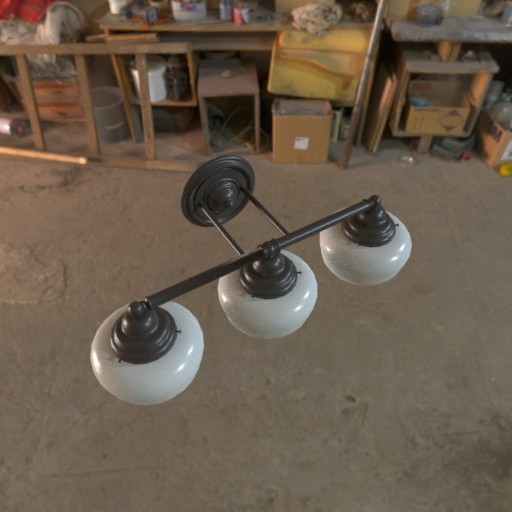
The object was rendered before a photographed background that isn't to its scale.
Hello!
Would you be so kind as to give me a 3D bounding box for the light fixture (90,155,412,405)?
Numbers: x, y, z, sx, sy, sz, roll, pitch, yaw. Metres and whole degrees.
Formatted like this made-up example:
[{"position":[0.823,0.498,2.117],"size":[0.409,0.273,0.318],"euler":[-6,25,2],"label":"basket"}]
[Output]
[{"position":[0.000,0.000,0.723],"size":[0.587,0.242,0.239],"euler":[-24,52,-21],"label":"light fixture"}]
